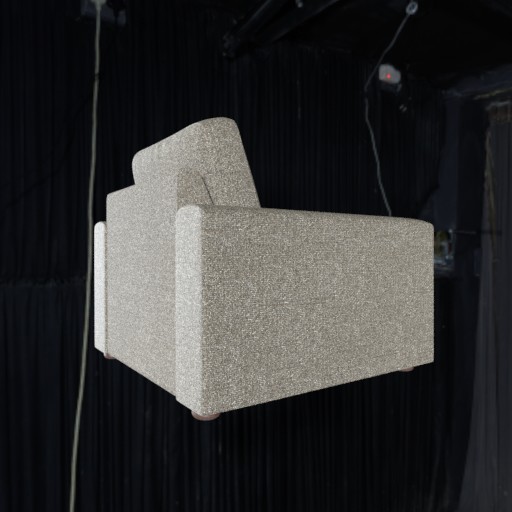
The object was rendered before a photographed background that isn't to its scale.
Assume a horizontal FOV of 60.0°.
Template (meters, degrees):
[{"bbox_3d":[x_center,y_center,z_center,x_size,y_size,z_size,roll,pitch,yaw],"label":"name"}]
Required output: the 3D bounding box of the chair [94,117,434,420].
[{"bbox_3d":[0.000,0.000,1.793,1.016,0.873,1.005,0,1,-35],"label":"chair"}]
